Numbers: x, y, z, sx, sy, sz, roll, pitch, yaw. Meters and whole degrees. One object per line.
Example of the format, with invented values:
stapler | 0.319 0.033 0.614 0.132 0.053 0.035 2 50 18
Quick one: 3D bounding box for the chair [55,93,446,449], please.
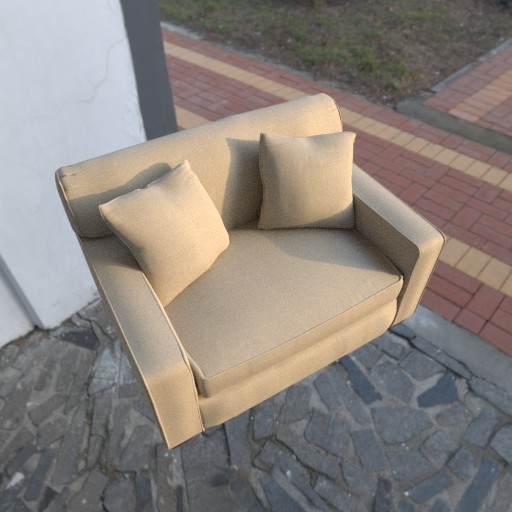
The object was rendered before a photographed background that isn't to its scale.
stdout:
chair | 0.000 0.000 2.052 1.383 0.948 1.000 -23 50 -21
